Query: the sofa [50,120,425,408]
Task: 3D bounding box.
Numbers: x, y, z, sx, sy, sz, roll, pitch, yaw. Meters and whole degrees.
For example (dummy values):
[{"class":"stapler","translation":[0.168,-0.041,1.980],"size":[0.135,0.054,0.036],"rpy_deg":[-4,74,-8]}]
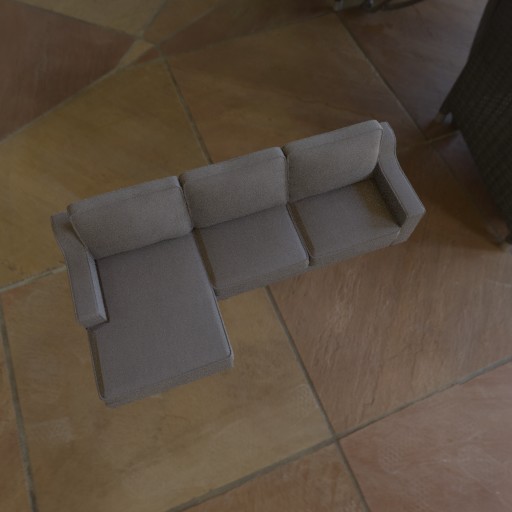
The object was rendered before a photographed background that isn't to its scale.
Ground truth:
[{"class":"sofa","translation":[0.000,0.000,3.214],"size":[2.561,0.928,1.294],"rpy_deg":[-17,66,-8]}]
